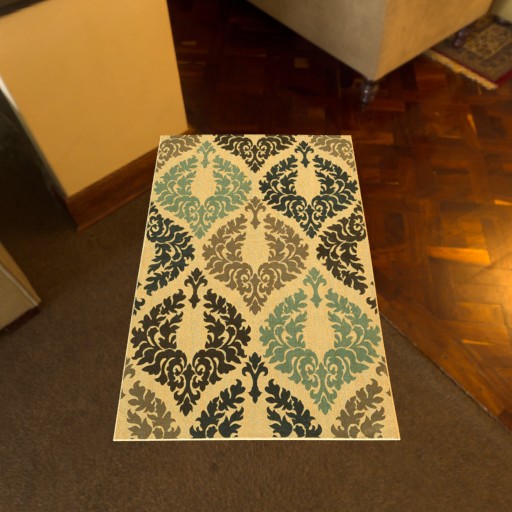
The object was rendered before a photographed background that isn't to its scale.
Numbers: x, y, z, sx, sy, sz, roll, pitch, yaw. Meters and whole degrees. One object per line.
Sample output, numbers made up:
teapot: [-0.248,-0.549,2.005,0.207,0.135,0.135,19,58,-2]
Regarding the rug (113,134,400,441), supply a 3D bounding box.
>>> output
rug: [0.000,0.000,2.924,1.514,0.014,2.275,0,58,0]
